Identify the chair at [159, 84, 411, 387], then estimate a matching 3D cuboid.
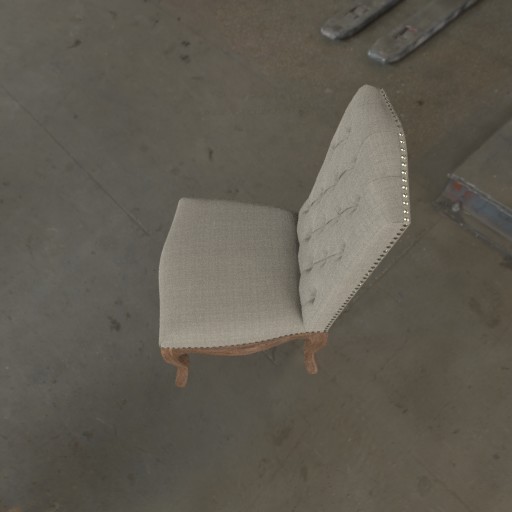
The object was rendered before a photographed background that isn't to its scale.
[{"bbox_3d":[0.000,0.000,1.586,0.731,1.191,0.637,1,59,1],"label":"chair"}]
